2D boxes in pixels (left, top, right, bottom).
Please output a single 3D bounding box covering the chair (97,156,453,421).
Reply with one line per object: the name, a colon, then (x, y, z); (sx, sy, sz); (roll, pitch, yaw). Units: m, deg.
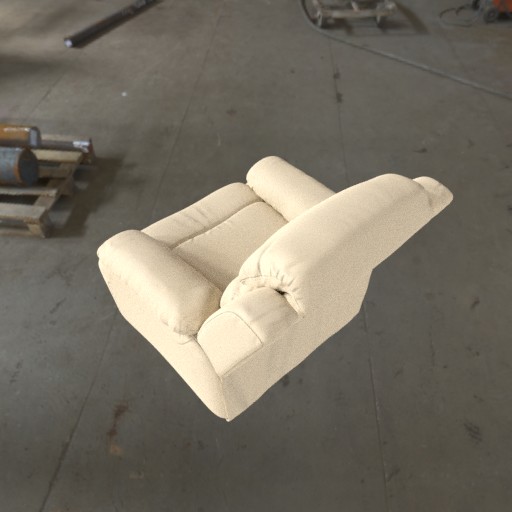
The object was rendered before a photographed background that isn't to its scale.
chair: (0.000, 0.000, 1.235); (0.680, 0.702, 0.709); (-33, 55, -27)
